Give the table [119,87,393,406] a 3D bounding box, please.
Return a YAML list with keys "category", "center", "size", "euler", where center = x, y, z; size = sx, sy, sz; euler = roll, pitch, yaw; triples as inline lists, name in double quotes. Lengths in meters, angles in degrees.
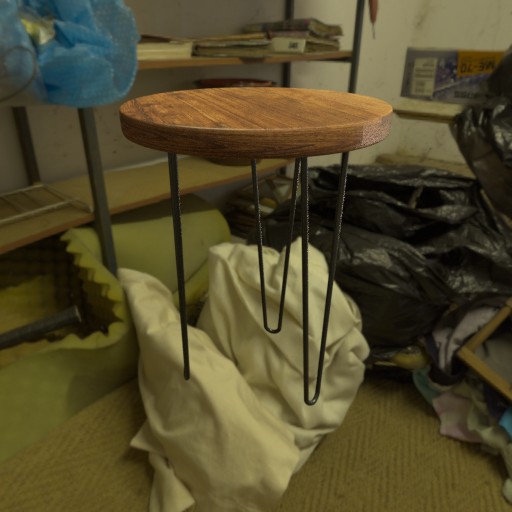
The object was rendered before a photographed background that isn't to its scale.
- category: "table"
  center: [0.000, 0.000, 0.787]
  size: [0.400, 0.520, 0.400]
  euler: [0, 27, 0]
